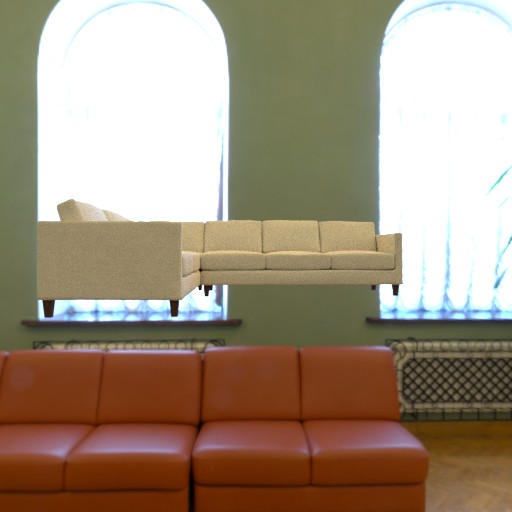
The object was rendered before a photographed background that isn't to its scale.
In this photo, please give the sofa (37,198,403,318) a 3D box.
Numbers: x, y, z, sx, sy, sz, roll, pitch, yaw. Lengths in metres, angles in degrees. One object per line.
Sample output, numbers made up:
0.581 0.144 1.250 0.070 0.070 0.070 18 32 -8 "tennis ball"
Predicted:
0.000 0.000 4.366 3.182 0.863 2.432 0 0 -3 "sofa"
